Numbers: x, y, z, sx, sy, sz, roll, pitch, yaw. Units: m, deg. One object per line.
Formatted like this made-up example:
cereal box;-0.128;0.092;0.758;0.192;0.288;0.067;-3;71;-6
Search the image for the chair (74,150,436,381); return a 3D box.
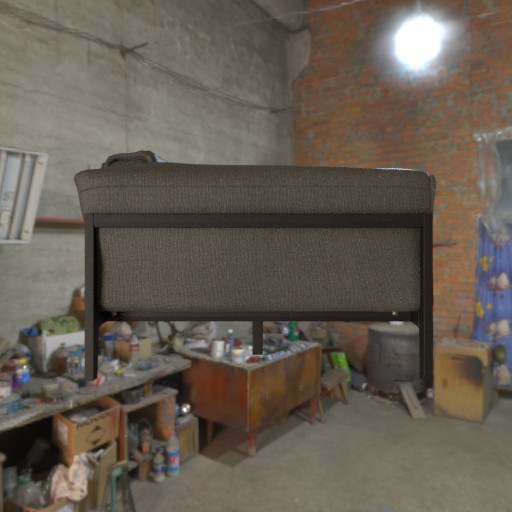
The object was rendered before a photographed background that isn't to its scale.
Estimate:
chair;0.000;0.000;1.665;0.969;0.646;1.056;0;0;0
